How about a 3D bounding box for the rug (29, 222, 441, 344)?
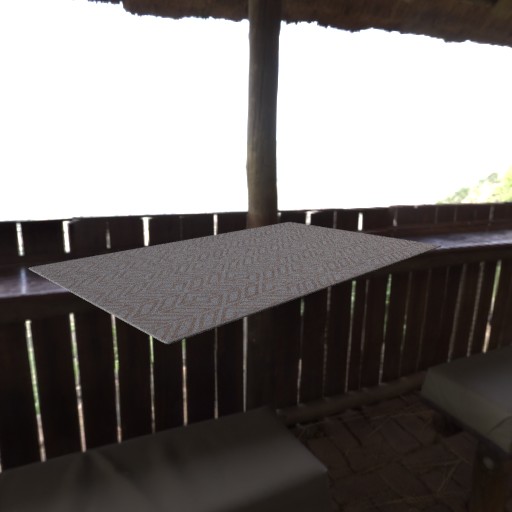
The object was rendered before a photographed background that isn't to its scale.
[{"bbox_3d":[0.000,0.000,3.028,2.438,0.008,1.523,-13,19,-43],"label":"rug"}]
